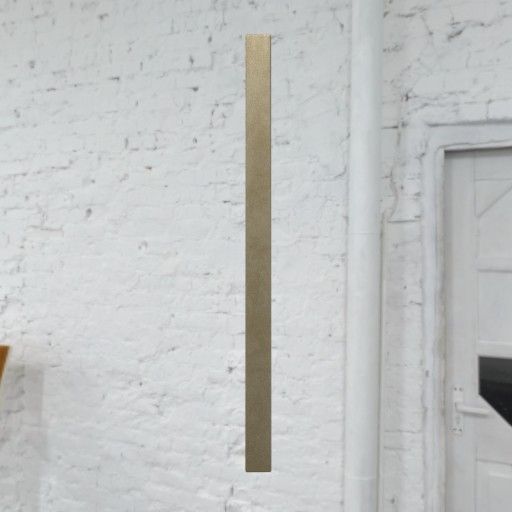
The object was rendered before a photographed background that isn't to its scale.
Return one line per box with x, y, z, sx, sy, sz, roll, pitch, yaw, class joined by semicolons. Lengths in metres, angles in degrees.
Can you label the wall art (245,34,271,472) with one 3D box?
0.000;0.000;0.763;0.030;0.506;0.503;0;-1;-1;wall art
